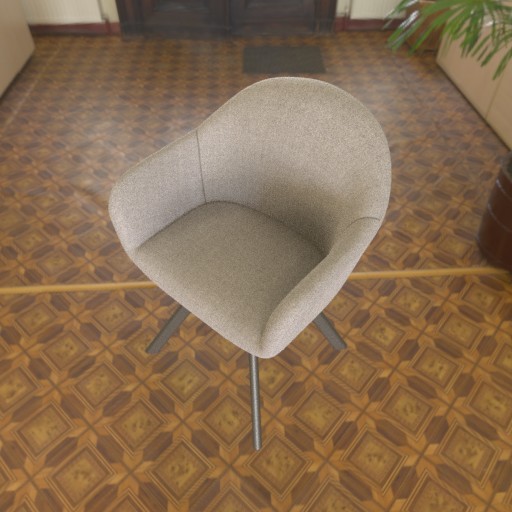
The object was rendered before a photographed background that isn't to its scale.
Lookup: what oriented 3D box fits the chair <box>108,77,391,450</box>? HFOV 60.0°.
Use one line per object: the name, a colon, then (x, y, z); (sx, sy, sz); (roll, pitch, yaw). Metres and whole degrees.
chair: (0.000, 0.000, 1.199); (0.590, 0.795, 0.550); (32, 54, 27)
